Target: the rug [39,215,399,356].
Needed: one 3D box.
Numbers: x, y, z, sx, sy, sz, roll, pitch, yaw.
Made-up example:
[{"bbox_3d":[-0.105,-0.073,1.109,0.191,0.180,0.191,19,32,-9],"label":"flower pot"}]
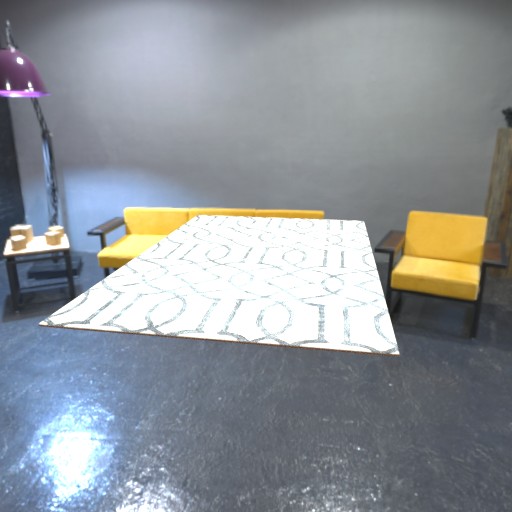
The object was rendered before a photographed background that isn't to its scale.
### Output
[{"bbox_3d":[0.000,0.000,2.918,1.521,0.017,2.365,3,17,9],"label":"rug"}]
